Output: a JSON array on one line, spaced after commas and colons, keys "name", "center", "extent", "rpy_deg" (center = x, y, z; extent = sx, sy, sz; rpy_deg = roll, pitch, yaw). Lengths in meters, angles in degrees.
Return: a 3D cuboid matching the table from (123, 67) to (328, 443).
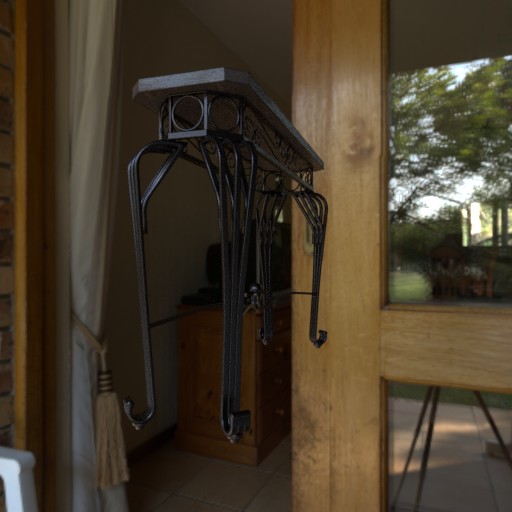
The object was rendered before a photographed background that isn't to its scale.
[{"name": "table", "center": [0.000, 0.000, 1.479], "extent": [0.329, 0.800, 1.112], "rpy_deg": [0, 0, 18]}]
